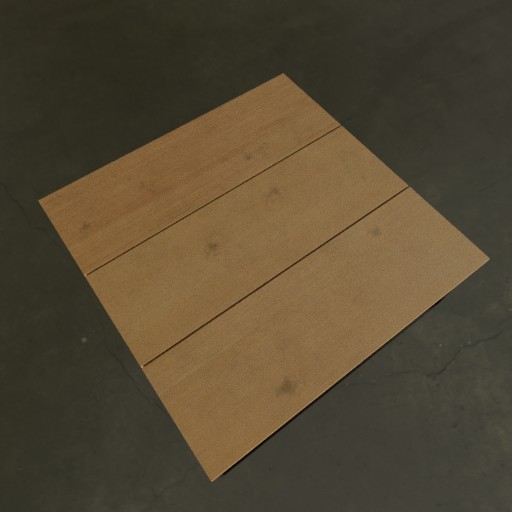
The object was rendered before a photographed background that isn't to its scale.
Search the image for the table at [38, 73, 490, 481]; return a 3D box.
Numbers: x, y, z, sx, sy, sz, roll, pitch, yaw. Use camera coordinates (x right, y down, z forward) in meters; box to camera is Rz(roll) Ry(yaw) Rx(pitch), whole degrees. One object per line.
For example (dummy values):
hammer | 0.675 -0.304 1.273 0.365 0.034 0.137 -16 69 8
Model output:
table | 0.000 0.000 1.687 1.100 0.400 1.100 -33 67 -16
